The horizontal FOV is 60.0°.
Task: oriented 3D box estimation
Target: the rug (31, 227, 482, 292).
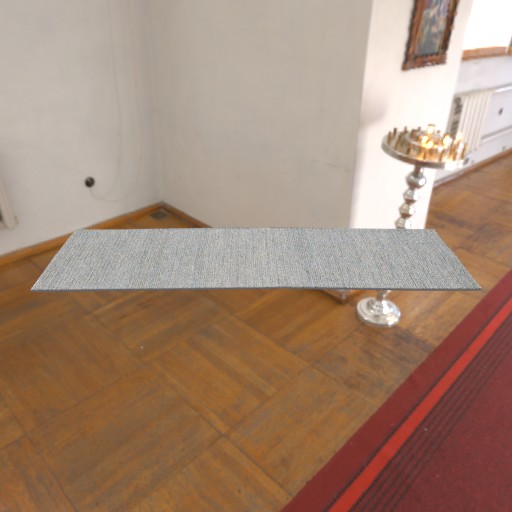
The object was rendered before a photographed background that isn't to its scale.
[{"bbox_3d":[0.000,0.000,2.579,2.341,0.037,0.675,0,31,0],"label":"rug"}]
